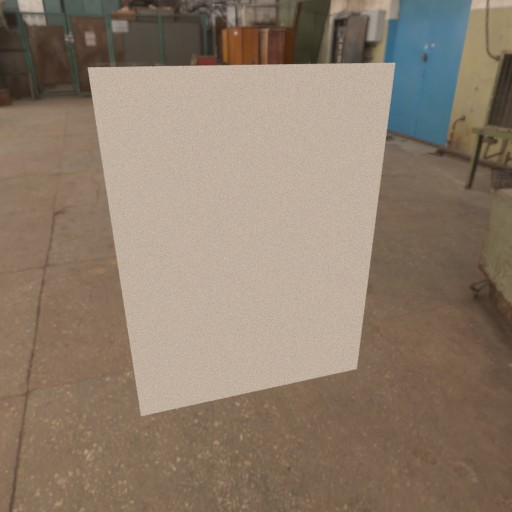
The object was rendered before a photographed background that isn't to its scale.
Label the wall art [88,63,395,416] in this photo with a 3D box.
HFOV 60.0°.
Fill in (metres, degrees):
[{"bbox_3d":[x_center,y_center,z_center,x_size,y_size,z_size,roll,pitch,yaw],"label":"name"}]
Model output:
[{"bbox_3d":[0.000,0.000,0.770,0.457,0.610,0.003,-8,27,-15],"label":"wall art"}]
